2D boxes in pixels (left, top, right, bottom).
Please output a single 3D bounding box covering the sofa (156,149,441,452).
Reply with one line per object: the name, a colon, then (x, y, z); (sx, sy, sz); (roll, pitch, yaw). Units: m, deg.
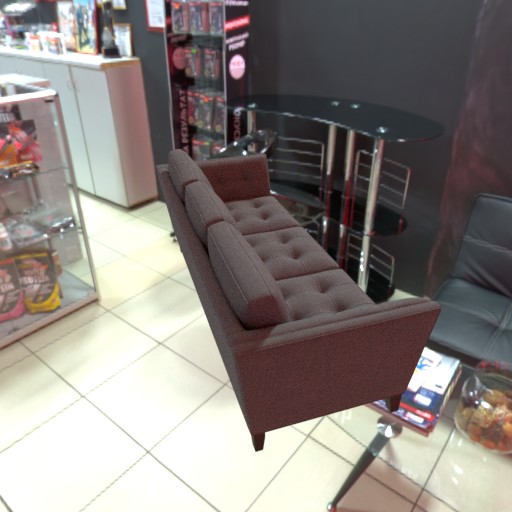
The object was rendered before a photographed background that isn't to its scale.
sofa: (0.000, 0.000, 2.964); (0.965, 0.940, 2.387); (-9, 31, -16)
